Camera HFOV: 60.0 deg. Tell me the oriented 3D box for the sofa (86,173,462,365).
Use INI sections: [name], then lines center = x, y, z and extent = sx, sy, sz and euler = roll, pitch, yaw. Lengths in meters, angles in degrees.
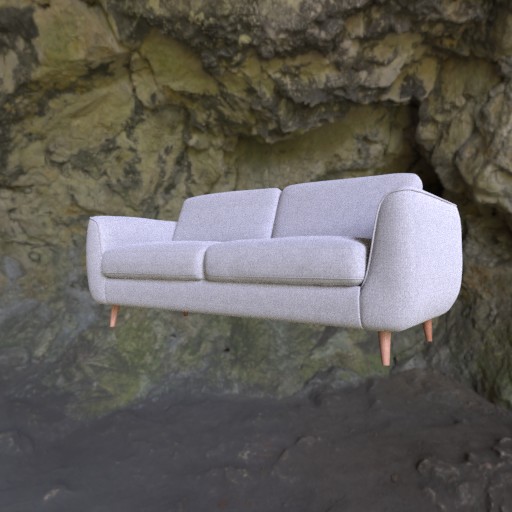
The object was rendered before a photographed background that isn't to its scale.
[sofa]
center = 0.000, 0.000, 2.453
extent = 2.000, 0.850, 0.920
euler = 0, -1, 36
